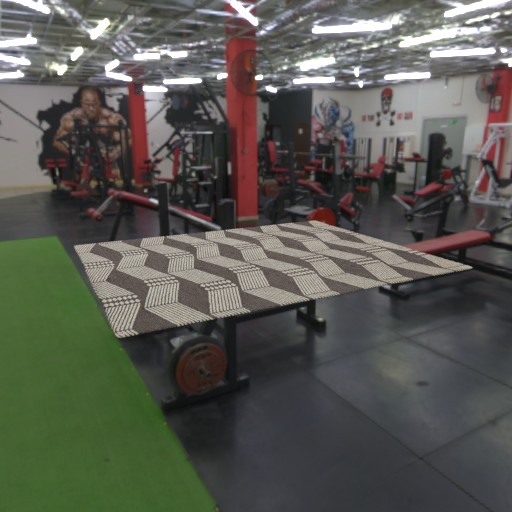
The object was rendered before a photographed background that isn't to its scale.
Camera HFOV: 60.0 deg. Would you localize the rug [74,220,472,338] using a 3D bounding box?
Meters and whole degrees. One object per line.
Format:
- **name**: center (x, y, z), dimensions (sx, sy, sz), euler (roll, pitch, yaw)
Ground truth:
- **rug**: center (0.000, 0.000, 4.262), dimensions (3.048, 0.016, 2.438), euler (-8, 17, -26)
